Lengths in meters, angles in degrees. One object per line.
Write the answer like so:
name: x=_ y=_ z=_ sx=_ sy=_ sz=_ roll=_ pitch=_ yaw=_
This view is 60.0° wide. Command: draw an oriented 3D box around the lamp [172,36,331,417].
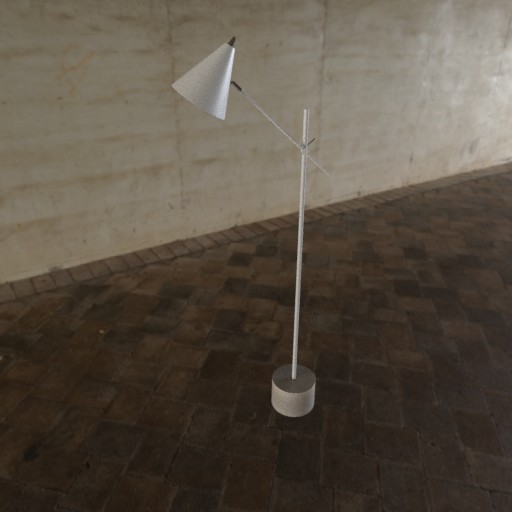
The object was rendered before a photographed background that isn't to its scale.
lamp: x=0.000 y=0.000 z=1.611 sx=0.508 sy=1.430 sz=0.223 roll=-1 pitch=26 yaw=-1
